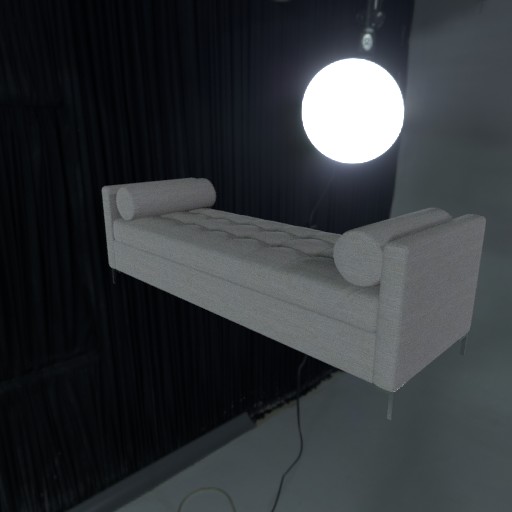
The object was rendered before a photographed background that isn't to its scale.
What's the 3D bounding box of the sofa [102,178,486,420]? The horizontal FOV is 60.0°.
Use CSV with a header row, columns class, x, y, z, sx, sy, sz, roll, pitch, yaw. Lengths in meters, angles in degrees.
class,x,y,z,sx,sy,sz,roll,pitch,yaw
sofa,0.000,0.000,2.323,0.686,0.635,1.981,-16,22,-43
